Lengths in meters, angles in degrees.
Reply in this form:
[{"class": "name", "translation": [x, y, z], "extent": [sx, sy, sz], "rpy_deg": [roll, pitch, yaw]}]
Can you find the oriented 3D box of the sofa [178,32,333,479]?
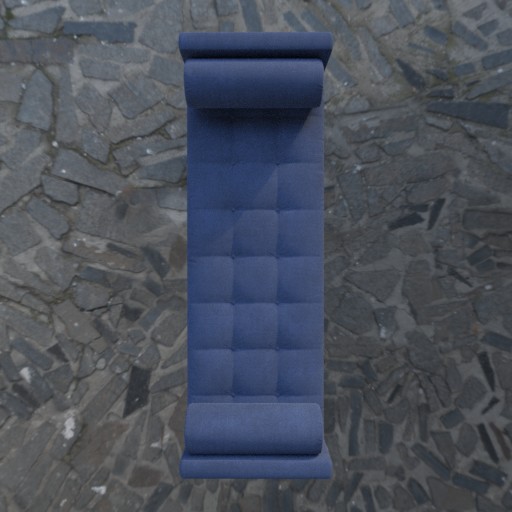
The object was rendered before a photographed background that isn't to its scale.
[{"class": "sofa", "translation": [0.000, 0.000, 2.254], "extent": [0.686, 0.635, 1.981], "rpy_deg": [0, 91, 0]}]
